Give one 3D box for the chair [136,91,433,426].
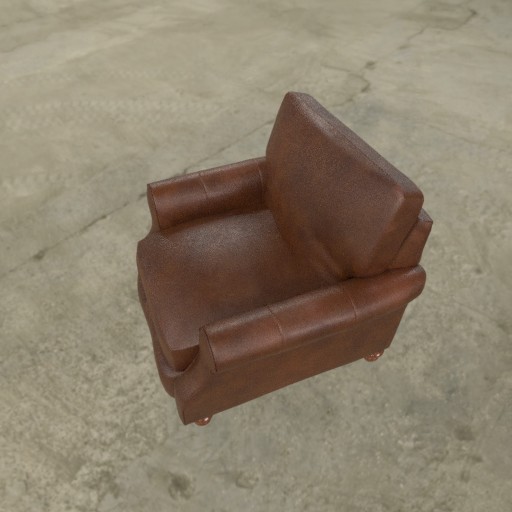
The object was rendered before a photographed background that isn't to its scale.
[{"bbox_3d":[0.000,0.000,1.810,0.992,0.972,0.989,-16,48,-15],"label":"chair"}]
